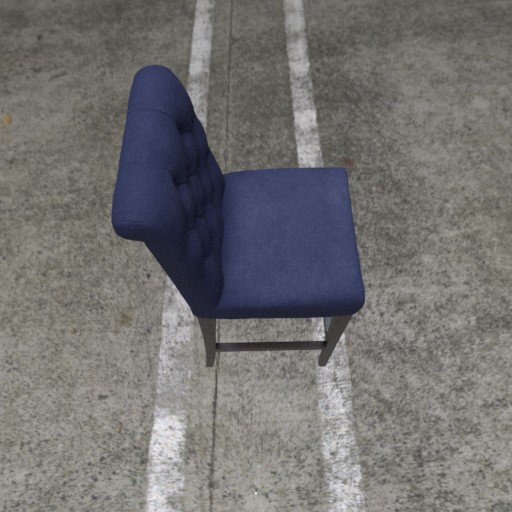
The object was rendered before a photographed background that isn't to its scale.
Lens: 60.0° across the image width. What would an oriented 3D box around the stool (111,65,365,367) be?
[{"bbox_3d":[0.000,0.000,1.459,0.601,1.140,0.493,-1,62,-1],"label":"stool"}]
